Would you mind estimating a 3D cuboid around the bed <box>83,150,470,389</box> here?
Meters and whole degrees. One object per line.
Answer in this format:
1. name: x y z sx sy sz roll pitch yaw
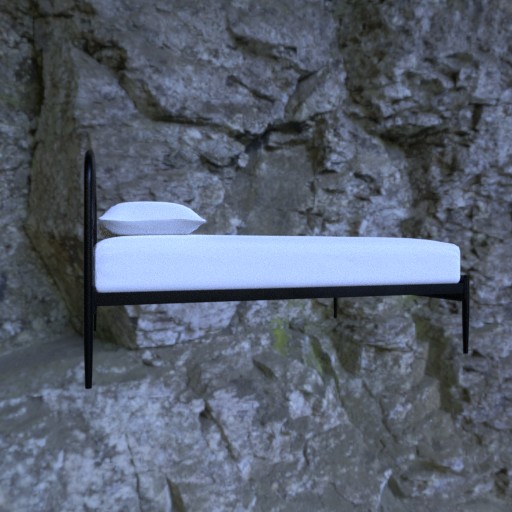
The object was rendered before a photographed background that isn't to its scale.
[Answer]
1. bed: 0.000 0.000 3.053 2.159 1.166 1.618 0 0 -19
